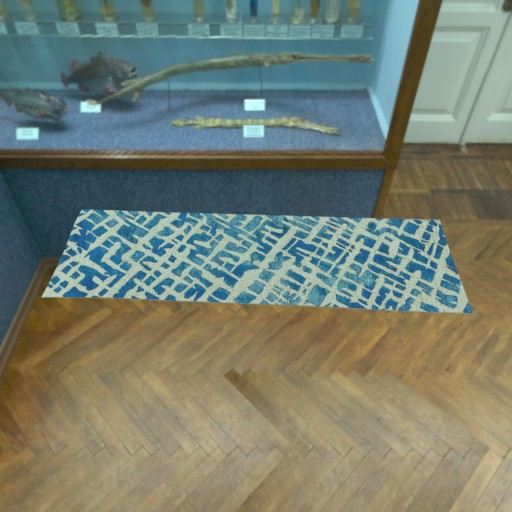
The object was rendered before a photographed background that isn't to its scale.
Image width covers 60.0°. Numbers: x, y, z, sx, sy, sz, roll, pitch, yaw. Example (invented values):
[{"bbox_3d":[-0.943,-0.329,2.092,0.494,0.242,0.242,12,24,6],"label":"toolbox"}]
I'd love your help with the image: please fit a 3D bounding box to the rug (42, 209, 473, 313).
[{"bbox_3d":[0.000,0.000,2.762,2.446,0.011,0.768,2,47,2],"label":"rug"}]
